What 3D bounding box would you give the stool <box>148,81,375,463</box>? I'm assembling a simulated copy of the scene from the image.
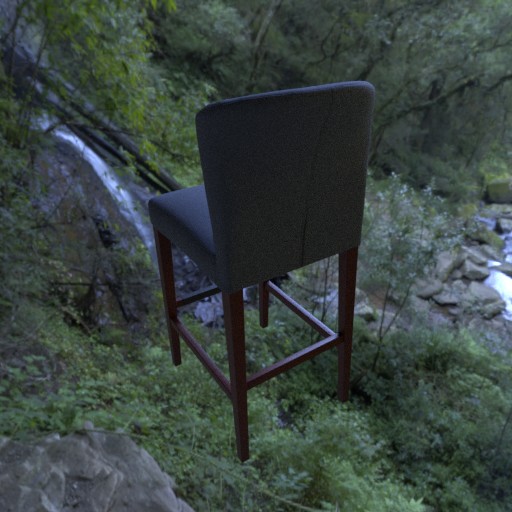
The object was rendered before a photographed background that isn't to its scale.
[{"bbox_3d":[0.000,0.000,1.366,0.481,1.069,0.568,-19,35,-29],"label":"stool"}]
